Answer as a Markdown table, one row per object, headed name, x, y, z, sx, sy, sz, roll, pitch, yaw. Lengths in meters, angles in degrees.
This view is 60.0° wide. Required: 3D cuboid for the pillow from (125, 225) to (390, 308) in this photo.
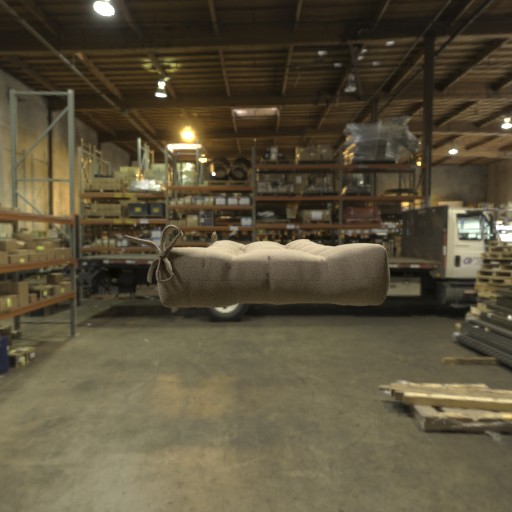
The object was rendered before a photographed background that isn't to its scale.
| name | x | y | z | sx | sy | sz | roll | pitch | yaw |
| --- | --- | --- | --- | --- | --- | --- | --- | --- | --- |
| pillow | 0.000 | 0.000 | 1.387 | 0.511 | 0.174 | 1.194 | 0 | 3 | 0 |
